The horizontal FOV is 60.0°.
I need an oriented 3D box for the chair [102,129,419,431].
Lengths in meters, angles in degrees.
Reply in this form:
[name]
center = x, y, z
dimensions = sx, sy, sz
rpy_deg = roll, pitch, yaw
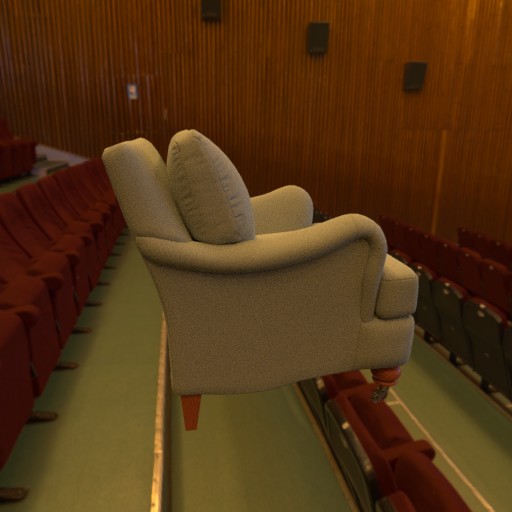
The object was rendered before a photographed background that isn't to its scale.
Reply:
[chair]
center = 0.000, 0.000, 1.896
dimensions = 1.070, 1.038, 0.955
rpy_deg = -3, 16, -10
